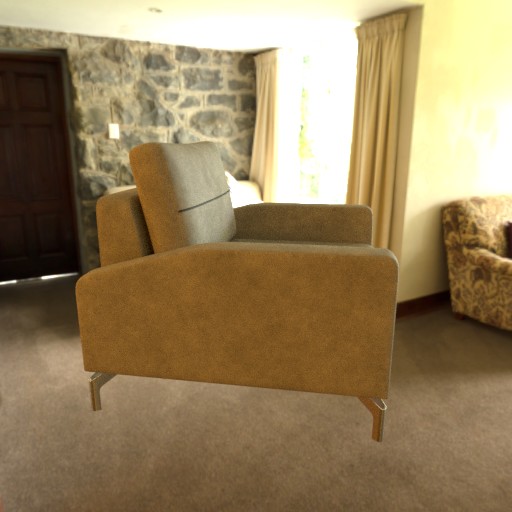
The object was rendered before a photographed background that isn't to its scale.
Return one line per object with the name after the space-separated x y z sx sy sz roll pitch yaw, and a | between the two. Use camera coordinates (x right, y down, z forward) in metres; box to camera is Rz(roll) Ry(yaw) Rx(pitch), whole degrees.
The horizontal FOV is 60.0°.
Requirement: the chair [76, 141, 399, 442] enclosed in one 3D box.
0.000 0.000 1.601 0.900 0.800 0.900 3 15 9 | chair
